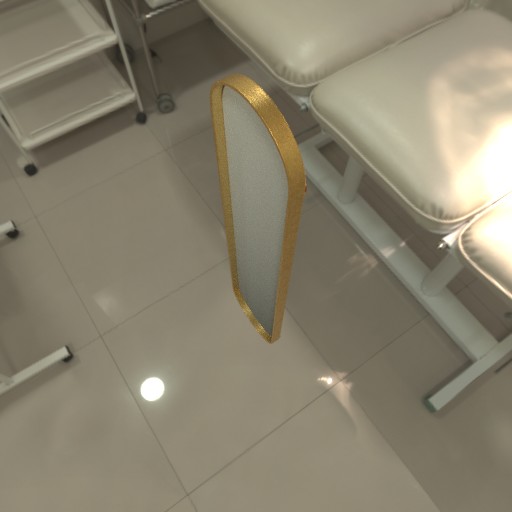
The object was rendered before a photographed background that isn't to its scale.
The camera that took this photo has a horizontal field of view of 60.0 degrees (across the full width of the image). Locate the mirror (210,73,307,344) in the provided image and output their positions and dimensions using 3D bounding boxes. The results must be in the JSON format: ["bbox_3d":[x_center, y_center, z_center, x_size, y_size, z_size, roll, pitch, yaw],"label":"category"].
[{"bbox_3d":[0.000,0.000,1.045,0.032,0.991,0.222,-32,68,-15],"label":"mirror"}]
